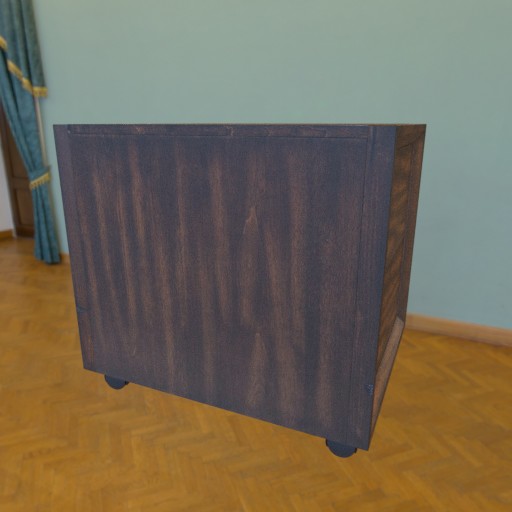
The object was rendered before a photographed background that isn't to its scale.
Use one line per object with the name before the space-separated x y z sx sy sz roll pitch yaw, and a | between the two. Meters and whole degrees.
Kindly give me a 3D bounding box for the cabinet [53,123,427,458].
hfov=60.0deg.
cabinet | 0.000 0.000 0.796 0.500 0.455 0.402 7 18 23
